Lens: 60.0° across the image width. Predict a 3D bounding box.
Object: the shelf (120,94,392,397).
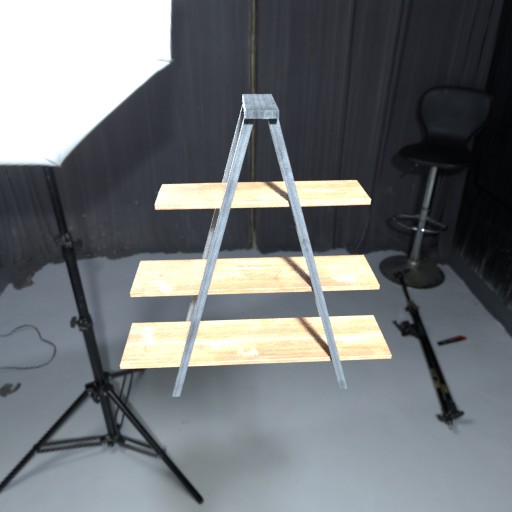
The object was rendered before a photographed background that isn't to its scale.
[{"bbox_3d":[0.000,0.000,2.701,1.746,1.808,0.508,-2,30,-3],"label":"shelf"}]
